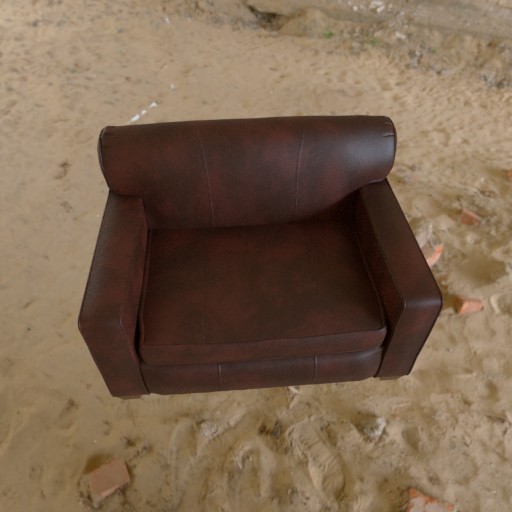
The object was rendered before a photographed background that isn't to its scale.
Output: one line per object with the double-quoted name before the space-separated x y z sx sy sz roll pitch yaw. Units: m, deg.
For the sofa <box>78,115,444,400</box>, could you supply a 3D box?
"sofa" 0.000 0.000 2.065 1.413 0.956 1.000 -3 46 -3
